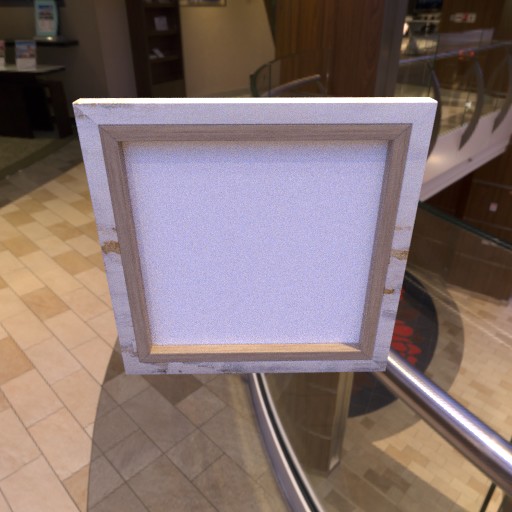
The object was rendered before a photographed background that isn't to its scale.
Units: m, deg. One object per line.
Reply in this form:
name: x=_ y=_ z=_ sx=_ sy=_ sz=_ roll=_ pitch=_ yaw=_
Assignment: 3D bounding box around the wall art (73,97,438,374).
wall art: x=0.000 y=0.000 z=0.908 sx=0.611 sy=0.613 sz=0.040 roll=0 pitch=30 yaw=-1
